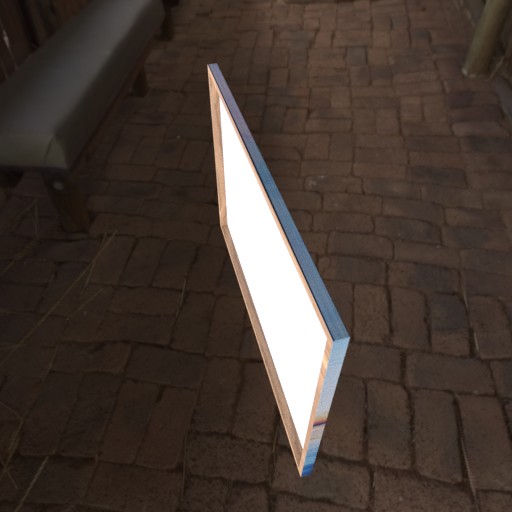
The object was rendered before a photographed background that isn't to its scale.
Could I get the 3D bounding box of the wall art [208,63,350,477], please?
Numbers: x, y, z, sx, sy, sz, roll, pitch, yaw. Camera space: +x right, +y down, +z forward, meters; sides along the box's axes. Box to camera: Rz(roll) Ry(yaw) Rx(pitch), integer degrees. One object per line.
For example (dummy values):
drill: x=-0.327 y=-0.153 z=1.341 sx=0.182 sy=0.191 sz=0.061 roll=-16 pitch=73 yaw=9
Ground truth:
wall art: x=0.000 y=0.000 z=1.425 sx=0.034 sy=0.756 sz=1.137 roll=-11 pitch=48 yaw=-10
